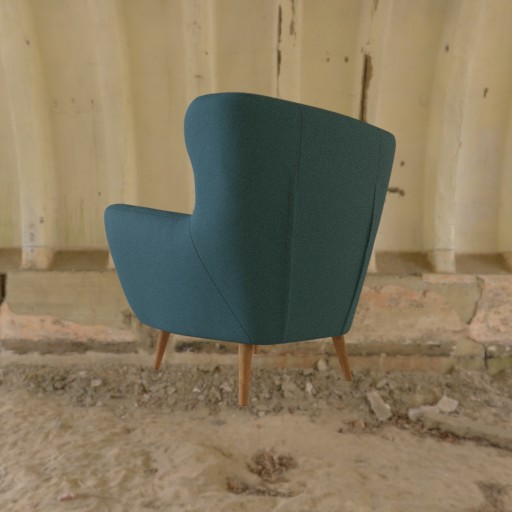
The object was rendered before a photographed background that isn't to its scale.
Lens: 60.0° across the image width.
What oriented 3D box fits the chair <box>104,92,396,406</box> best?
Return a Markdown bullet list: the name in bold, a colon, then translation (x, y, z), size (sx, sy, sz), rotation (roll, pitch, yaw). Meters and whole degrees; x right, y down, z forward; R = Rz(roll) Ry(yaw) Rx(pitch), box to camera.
- **chair**: translation (0.000, 0.000, 1.647), size (0.890, 0.889, 0.889), rotation (1, -1, -37)
